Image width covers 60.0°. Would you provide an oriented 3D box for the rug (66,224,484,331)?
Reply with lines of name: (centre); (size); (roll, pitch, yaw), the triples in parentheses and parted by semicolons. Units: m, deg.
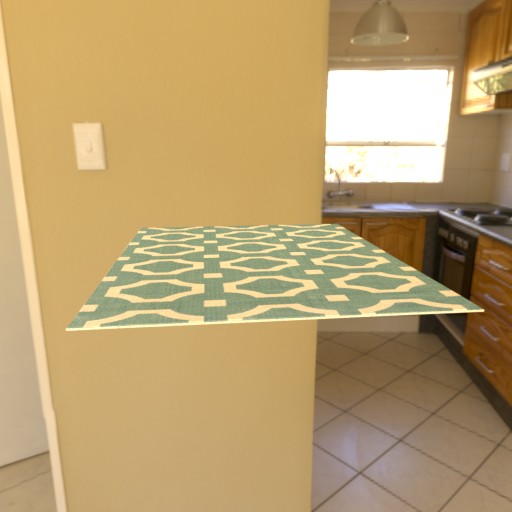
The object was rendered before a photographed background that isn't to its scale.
rug: (0.000, 0.000, 4.042); (2.466, 0.021, 3.049); (-2, 14, -7)
